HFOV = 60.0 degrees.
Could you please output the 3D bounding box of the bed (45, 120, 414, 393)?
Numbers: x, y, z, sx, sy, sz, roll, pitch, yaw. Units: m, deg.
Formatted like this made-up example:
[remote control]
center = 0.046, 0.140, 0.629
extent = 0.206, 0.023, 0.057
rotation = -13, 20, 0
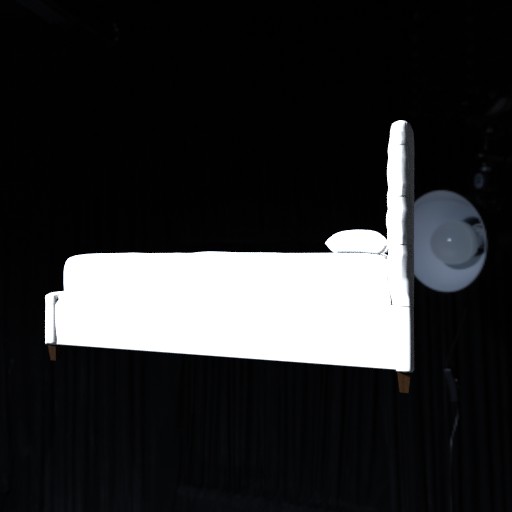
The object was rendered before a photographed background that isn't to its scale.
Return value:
[bed]
center = 0.000, 0.000, 3.628
extent = 2.387, 1.427, 2.078
rotation = 0, 0, 18
